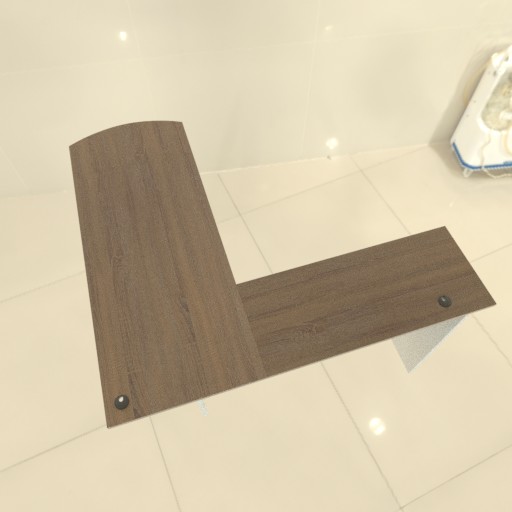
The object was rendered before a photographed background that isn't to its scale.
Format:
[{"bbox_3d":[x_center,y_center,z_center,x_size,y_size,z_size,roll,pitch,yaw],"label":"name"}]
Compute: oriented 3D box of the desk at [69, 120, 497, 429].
[{"bbox_3d":[0.000,0.000,2.075,1.361,0.716,1.303,-15,60,-9],"label":"desk"}]
